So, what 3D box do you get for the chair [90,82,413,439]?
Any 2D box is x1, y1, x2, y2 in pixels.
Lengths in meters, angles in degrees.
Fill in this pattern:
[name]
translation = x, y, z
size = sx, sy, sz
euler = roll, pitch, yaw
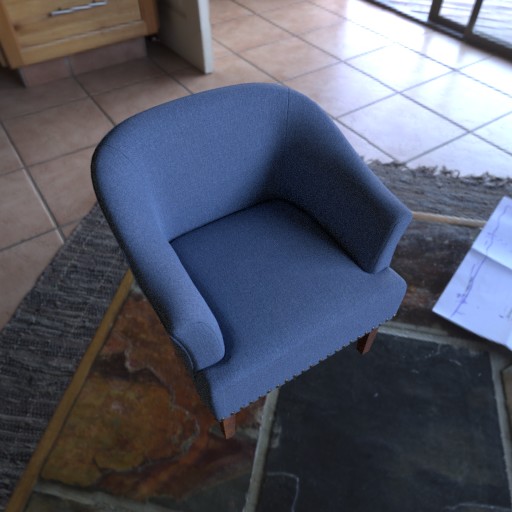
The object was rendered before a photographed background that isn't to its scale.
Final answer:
[chair]
translation = 0.000, 0.000, 1.435
size = 0.798, 0.815, 0.704
euler = -25, 52, -21
